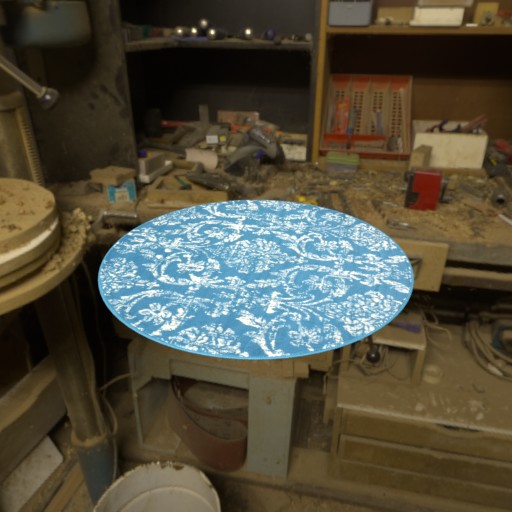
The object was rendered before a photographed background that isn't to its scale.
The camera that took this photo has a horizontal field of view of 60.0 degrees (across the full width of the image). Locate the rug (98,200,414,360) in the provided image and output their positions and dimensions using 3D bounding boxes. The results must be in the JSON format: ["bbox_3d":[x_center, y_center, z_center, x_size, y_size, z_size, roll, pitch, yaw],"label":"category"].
[{"bbox_3d":[0.000,0.000,2.342,1.593,0.012,1.593,0,29,0],"label":"rug"}]
